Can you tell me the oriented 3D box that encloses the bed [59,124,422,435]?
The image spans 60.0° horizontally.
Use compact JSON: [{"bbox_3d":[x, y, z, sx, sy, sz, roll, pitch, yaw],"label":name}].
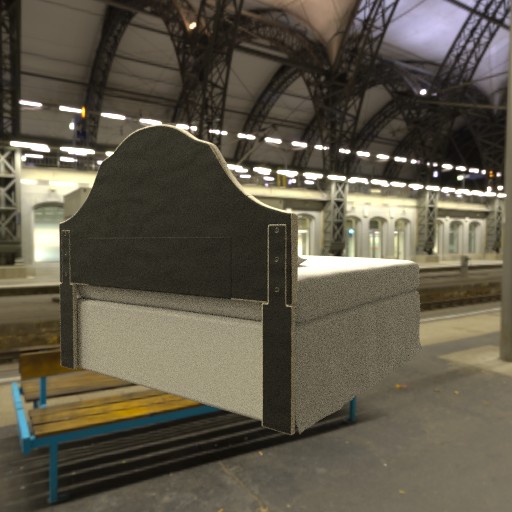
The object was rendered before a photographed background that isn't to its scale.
[{"bbox_3d":[0.000,0.000,3.409,2.012,1.555,2.086,1,2,36],"label":"bed"}]
